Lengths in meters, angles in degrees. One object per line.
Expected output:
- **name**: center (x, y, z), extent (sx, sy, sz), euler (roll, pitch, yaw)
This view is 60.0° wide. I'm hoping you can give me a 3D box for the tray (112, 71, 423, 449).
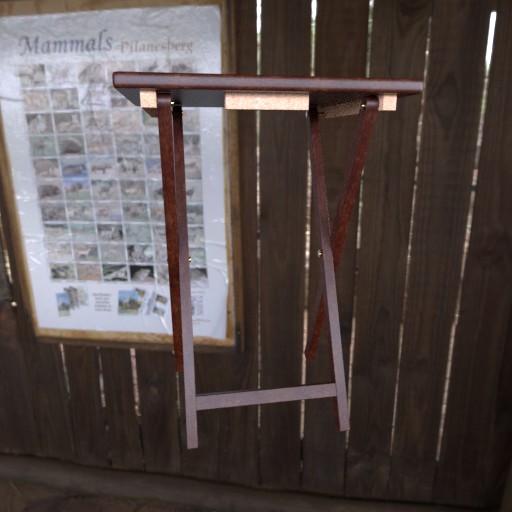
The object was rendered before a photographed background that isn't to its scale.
- **tray**: center (0.000, 0.000, 0.930), extent (0.483, 0.660, 0.381), euler (-3, 15, -10)
